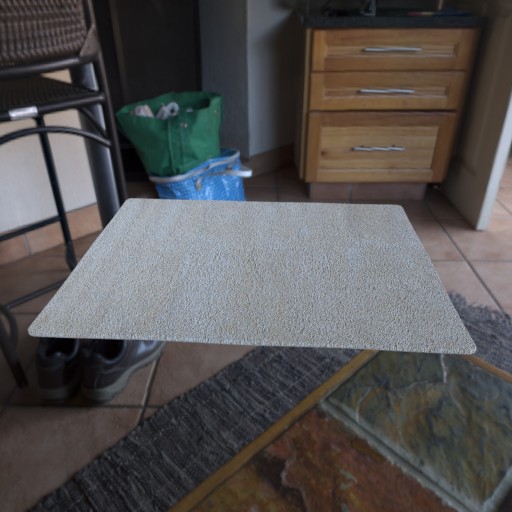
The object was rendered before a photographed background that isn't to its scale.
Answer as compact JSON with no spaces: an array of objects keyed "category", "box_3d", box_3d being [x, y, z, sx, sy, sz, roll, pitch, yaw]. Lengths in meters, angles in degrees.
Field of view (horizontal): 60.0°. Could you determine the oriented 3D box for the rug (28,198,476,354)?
[{"category":"rug","box_3d":[0.000,0.000,2.079,1.600,0.025,1.199,2,31,3]}]
